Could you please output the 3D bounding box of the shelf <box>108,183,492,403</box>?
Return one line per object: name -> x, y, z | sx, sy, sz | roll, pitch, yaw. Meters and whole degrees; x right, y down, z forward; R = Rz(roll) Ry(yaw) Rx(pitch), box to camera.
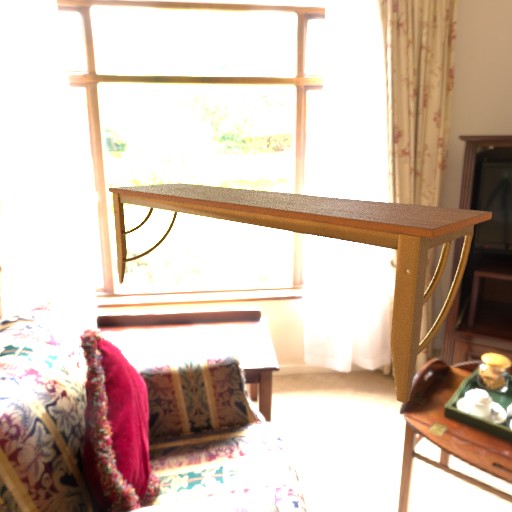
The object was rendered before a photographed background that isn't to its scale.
shelf -> 0.000, 0.000, 0.716 | 0.636, 0.190, 0.166 | 13, 19, 43
